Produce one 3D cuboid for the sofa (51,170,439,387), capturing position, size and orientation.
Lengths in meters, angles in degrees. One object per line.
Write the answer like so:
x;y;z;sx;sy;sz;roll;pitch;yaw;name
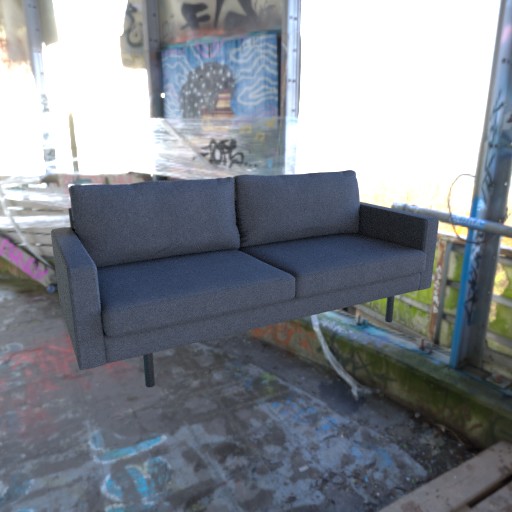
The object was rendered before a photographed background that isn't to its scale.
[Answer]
0.000;0.000;2.592;2.100;0.880;0.880;-9;18;-27;sofa
